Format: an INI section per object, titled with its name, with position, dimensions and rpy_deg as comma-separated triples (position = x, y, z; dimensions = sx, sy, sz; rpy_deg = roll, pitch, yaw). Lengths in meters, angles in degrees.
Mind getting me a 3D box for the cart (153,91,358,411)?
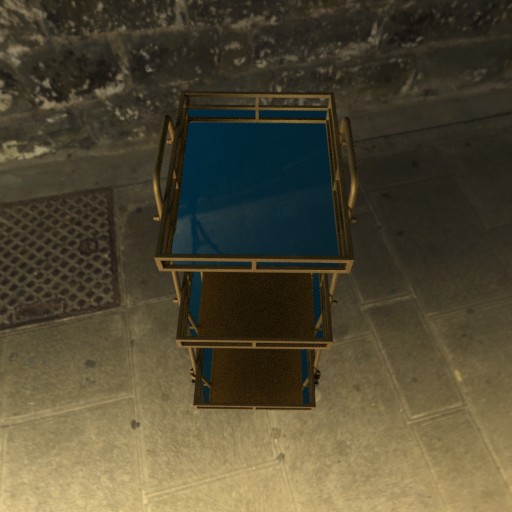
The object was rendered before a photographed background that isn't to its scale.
[cart]
position = 0.000, 0.000, 1.295
dimensions = 0.441, 0.883, 0.711
rpy_deg = 1, 58, 0
